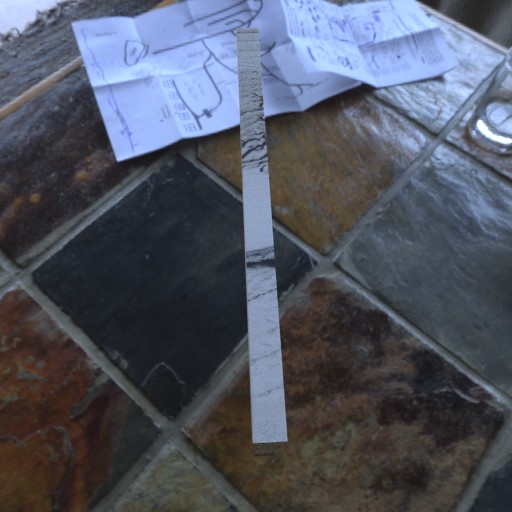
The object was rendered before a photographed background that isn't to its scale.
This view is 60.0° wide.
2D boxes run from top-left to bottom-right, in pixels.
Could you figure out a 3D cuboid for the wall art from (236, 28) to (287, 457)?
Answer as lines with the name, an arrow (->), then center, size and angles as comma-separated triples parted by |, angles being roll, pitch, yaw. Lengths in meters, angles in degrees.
wall art -> 0.000, 0.000, 0.757 | 0.035, 0.407, 0.613 | -2, 64, -1
